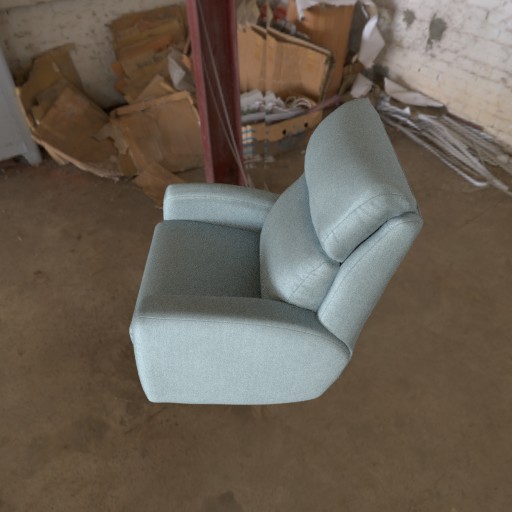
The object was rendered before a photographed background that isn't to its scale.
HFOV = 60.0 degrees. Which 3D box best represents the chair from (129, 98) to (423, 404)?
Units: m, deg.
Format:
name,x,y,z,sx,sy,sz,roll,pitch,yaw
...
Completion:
name,x,y,z,sx,sy,sz,roll,pitch,yaw
chair,0.000,0.000,1.695,0.940,1.016,0.794,0,44,0
